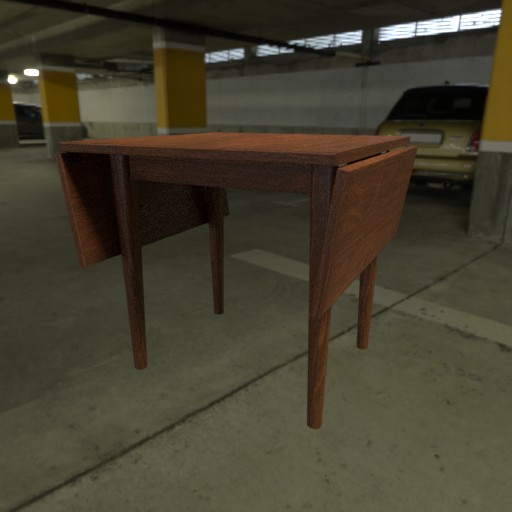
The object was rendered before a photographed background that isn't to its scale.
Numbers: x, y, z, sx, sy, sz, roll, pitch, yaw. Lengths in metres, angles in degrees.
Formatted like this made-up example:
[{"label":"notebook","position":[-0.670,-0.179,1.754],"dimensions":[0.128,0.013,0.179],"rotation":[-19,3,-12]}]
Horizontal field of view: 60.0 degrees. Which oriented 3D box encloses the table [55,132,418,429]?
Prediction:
[{"label":"table","position":[0.000,0.000,1.490],"dimensions":[0.843,0.763,0.812],"rotation":[9,20,27]}]
